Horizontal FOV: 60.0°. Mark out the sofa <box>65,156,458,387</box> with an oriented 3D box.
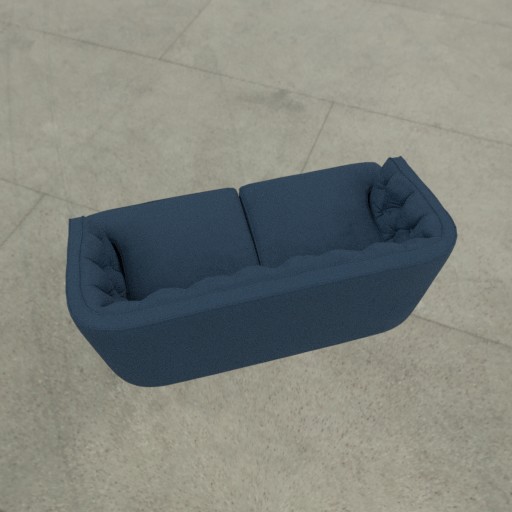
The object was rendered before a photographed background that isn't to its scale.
[{"bbox_3d":[0.000,0.000,2.305,1.733,0.854,0.941,-12,58,-8],"label":"sofa"}]
